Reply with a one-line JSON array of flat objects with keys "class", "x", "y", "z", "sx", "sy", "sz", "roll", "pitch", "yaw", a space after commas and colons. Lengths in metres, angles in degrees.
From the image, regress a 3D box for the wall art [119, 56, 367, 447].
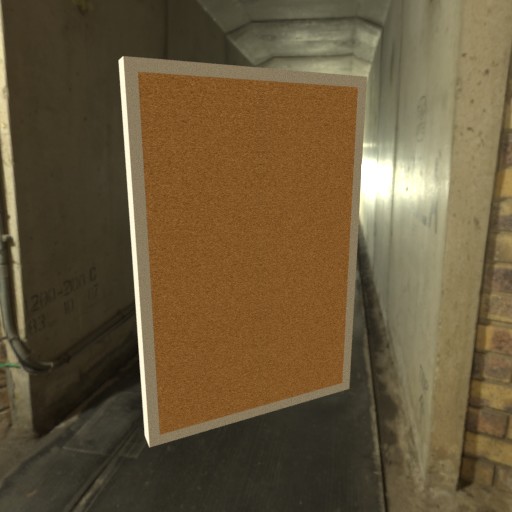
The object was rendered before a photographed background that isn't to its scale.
[{"class": "wall art", "x": 0.000, "y": 0.000, "z": 0.837, "sx": 0.450, "sy": 0.657, "sz": 0.038, "roll": -7, "pitch": 16, "yaw": -26}]
